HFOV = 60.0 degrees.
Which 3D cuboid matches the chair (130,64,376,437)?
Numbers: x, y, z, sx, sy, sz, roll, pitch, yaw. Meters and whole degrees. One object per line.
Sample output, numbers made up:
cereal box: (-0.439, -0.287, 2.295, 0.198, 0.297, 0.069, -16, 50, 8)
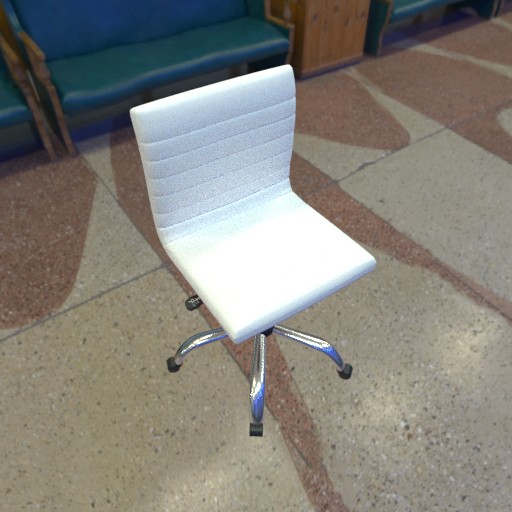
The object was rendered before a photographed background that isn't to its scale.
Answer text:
chair: (0.000, 0.000, 1.122, 0.556, 0.780, 0.530, -25, 51, -22)
